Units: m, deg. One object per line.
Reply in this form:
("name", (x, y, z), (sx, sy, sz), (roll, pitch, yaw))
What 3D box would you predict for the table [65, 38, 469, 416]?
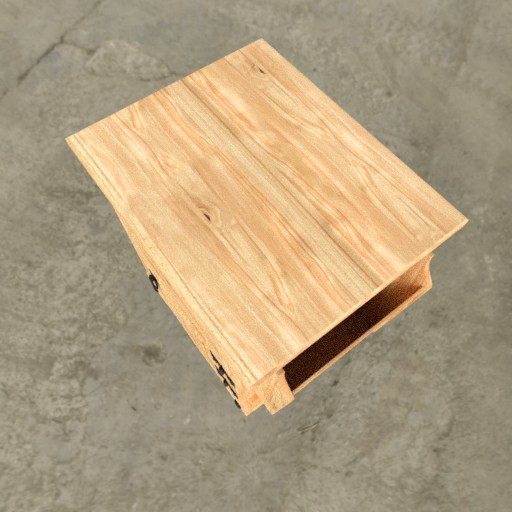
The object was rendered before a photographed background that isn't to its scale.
("table", (0.000, 0.000, 0.872), (0.380, 0.515, 0.530), (-34, 68, -16))
